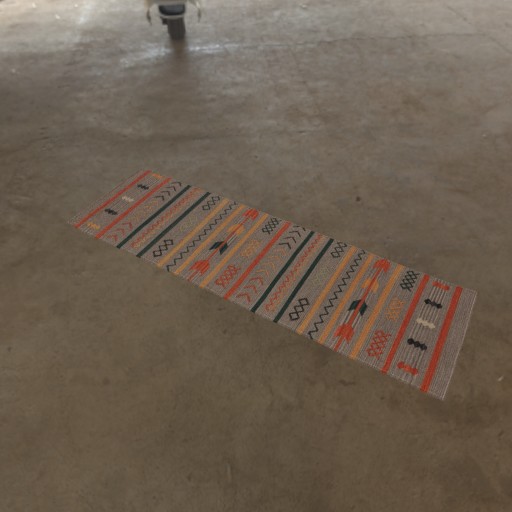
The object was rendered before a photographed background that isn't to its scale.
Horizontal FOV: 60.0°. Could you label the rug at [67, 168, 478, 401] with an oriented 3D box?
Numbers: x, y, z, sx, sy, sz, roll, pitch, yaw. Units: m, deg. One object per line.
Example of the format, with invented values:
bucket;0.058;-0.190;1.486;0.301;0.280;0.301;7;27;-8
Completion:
rug;0.000;0.000;2.654;2.419;0.022;0.744;23;49;21
